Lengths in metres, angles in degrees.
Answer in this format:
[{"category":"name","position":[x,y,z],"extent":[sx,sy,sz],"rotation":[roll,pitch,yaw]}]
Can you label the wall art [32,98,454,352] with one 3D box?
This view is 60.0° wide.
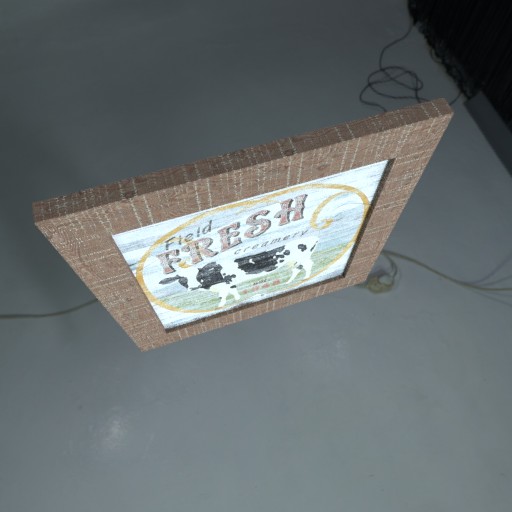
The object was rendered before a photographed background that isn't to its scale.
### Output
[{"category":"wall art","position":[0.000,0.000,0.775],"extent":[0.531,0.531,0.029],"rotation":[-16,64,-8]}]
